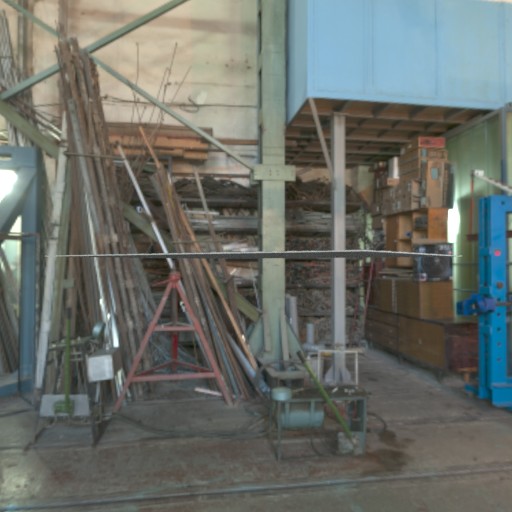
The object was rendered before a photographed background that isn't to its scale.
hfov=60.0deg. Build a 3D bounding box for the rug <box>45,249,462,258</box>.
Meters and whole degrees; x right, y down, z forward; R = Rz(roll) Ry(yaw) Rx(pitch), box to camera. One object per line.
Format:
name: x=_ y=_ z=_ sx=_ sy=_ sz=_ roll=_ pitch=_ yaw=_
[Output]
rug: x=0.000 y=0.000 z=4.258 sx=3.205 sy=0.015 sz=2.437 roll=-1 pitch=-1 yaw=36
